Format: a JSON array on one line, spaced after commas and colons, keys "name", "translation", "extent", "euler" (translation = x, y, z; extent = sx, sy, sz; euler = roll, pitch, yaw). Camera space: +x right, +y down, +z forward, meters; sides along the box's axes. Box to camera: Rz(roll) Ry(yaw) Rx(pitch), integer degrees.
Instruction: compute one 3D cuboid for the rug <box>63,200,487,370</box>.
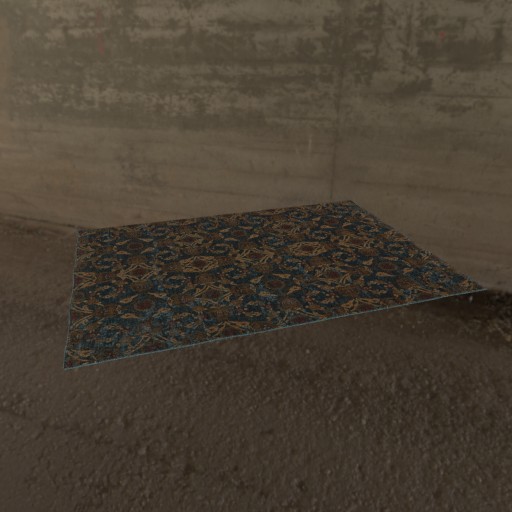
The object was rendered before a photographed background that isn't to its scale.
[{"name": "rug", "translation": [0.000, 0.000, 4.232], "extent": [3.291, 0.013, 2.337], "euler": [-8, 27, -16]}]
